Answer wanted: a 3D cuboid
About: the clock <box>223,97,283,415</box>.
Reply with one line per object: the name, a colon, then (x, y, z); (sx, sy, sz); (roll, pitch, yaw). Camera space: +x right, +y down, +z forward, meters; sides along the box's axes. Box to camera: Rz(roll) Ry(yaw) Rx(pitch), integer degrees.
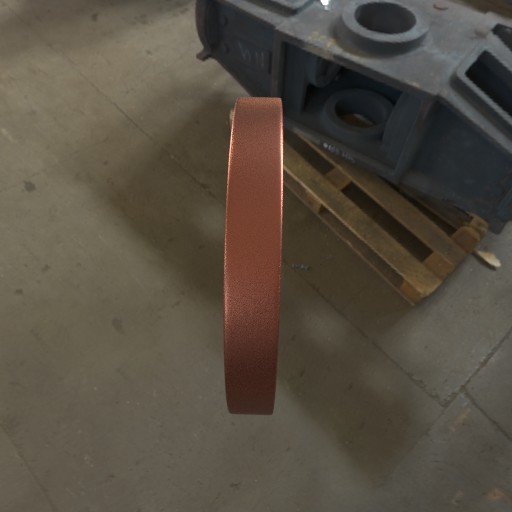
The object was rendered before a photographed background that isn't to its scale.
clock: (0.000, 0.000, 0.465); (0.040, 0.313, 0.313); (2, 63, 1)
